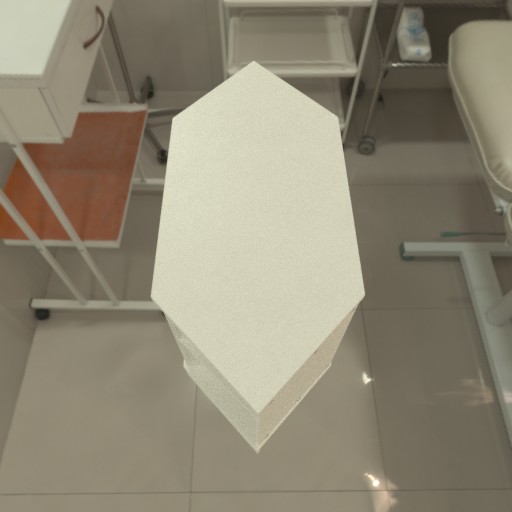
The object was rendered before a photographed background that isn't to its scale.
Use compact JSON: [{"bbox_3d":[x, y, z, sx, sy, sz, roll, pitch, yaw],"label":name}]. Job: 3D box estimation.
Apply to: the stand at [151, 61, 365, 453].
[{"bbox_3d":[0.000,0.000,1.387,0.477,0.614,1.072,-1,59,0],"label":"stand"}]
